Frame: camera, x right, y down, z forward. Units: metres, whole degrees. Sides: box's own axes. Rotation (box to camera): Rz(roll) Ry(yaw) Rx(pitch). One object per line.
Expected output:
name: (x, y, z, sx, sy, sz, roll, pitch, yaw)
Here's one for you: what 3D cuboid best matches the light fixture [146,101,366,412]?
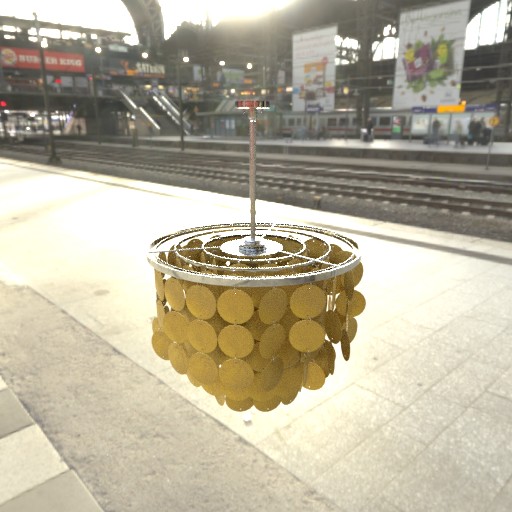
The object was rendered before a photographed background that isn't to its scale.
light fixture: (0.000, 0.000, 0.747, 0.368, 0.492, 0.368, 0, 16, 0)
